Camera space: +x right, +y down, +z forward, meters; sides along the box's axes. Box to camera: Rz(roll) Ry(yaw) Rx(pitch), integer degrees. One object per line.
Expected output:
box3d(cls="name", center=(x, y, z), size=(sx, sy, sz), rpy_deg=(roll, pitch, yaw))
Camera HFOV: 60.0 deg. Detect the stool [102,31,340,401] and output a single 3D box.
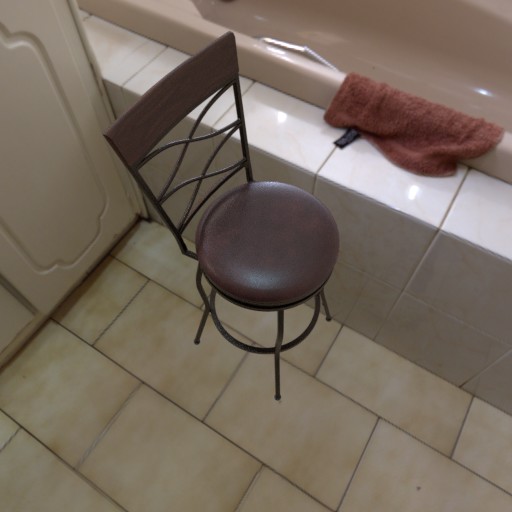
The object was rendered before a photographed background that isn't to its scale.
box3d(cls="stool", center=(0.000, 0.000, 1.427), size=(0.513, 1.130, 0.448), rpy_deg=(30, 63, 17))
